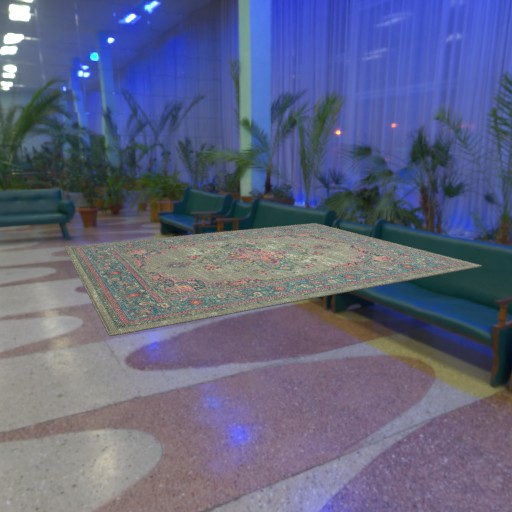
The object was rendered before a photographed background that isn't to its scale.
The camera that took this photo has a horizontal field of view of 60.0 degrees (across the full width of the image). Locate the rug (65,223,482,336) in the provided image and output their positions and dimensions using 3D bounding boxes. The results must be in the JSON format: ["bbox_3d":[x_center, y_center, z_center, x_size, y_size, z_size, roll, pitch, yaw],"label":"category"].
[{"bbox_3d":[0.000,0.000,4.098,3.057,0.013,2.434,-7,16,-27],"label":"rug"}]
